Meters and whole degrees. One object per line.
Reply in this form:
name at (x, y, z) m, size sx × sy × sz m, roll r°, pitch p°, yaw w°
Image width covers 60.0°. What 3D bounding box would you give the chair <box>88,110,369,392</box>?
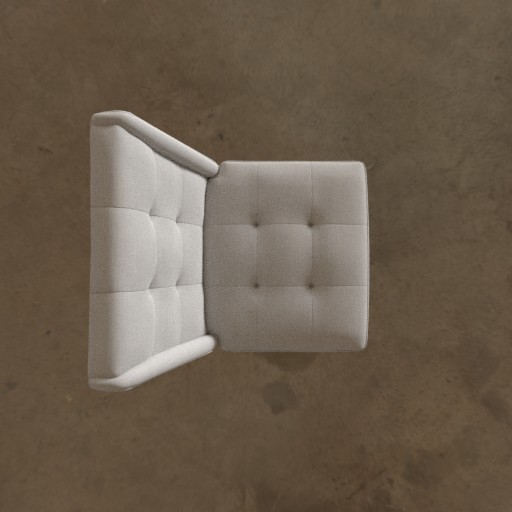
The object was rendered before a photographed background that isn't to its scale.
chair at (0.000, 0.000, 1.290) m, size 0.676 × 0.853 × 0.569 m, roll 0°, pitch 89°, yaw -1°
